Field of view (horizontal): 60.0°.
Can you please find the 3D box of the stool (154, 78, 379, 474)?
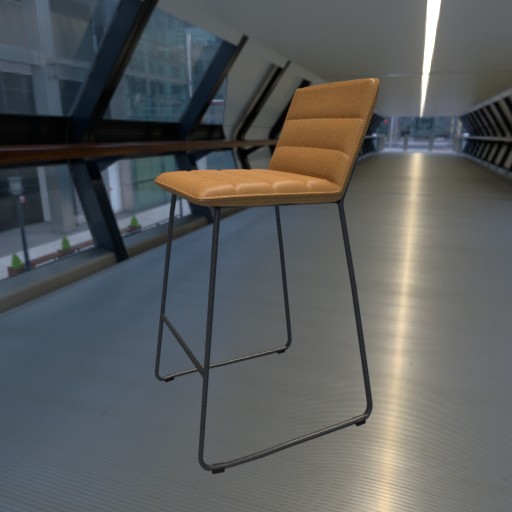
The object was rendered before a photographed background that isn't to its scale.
[{"bbox_3d":[0.000,0.000,1.255,0.524,0.936,0.489,-8,18,-25],"label":"stool"}]
